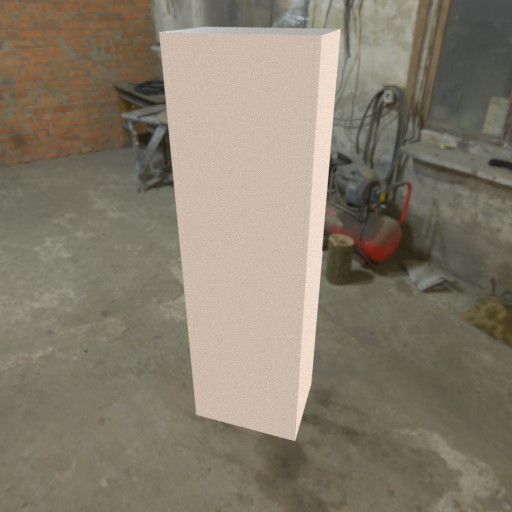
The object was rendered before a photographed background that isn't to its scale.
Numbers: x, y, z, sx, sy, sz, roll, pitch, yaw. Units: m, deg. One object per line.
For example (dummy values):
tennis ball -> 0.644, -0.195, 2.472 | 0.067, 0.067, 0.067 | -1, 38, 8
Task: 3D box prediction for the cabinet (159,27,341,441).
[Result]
cabinet -> 0.000, 0.000, 1.486 | 0.400, 1.350, 0.300 | 9, 31, 15
